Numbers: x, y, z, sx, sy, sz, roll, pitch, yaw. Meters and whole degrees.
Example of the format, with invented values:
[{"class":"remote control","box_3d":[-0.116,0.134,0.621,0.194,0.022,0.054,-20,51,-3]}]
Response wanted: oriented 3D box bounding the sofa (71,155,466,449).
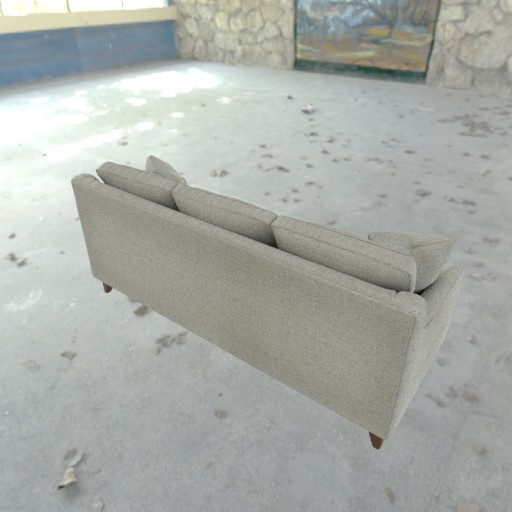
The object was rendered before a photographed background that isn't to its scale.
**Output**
[{"class":"sofa","box_3d":[0.000,0.000,2.479,2.031,0.914,0.865,22,38,31]}]
